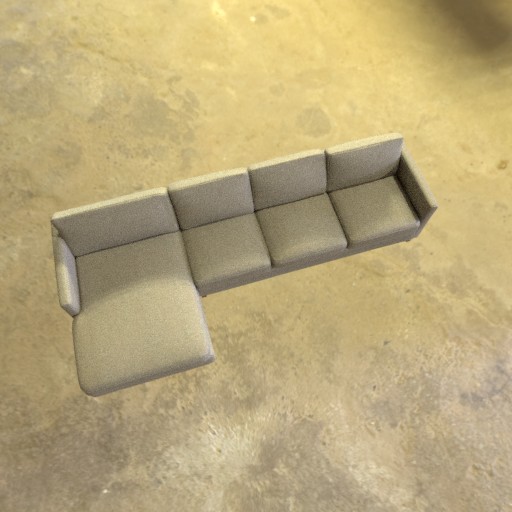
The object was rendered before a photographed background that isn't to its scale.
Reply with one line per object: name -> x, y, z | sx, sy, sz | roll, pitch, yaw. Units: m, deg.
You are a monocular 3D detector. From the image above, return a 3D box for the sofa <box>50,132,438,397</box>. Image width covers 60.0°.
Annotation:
sofa -> 0.000, 0.000, 3.798 | 3.201, 0.876, 1.502 | -15, 65, -7
